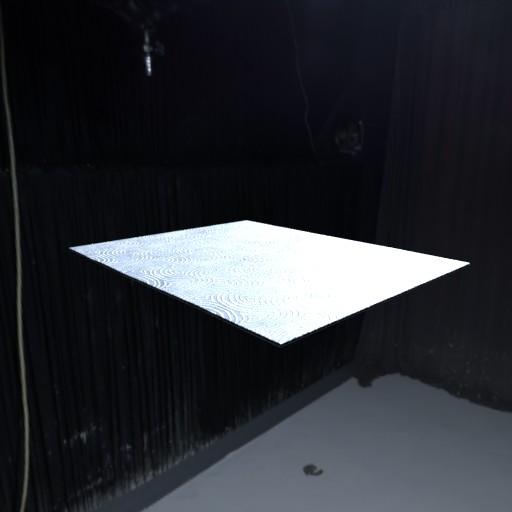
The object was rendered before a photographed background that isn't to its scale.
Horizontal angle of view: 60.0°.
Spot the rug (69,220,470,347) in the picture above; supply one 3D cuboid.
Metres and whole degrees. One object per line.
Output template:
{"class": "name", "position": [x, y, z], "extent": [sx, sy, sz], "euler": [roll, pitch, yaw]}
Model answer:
{"class": "rug", "position": [0.000, 0.000, 4.267], "extent": [2.456, 0.021, 3.042], "euler": [-13, 19, -41]}
